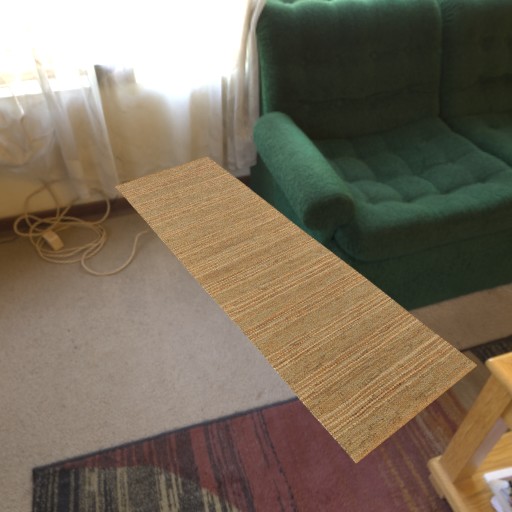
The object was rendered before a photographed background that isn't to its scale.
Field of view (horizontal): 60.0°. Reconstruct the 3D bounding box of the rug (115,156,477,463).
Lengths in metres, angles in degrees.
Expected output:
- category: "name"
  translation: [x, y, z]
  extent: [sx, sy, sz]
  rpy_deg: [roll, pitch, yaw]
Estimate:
- category: "rug"
  translation: [0.000, 0.000, 2.628]
  extent: [0.783, 0.006, 2.438]
  rpy_deg: [-25, 47, -26]
